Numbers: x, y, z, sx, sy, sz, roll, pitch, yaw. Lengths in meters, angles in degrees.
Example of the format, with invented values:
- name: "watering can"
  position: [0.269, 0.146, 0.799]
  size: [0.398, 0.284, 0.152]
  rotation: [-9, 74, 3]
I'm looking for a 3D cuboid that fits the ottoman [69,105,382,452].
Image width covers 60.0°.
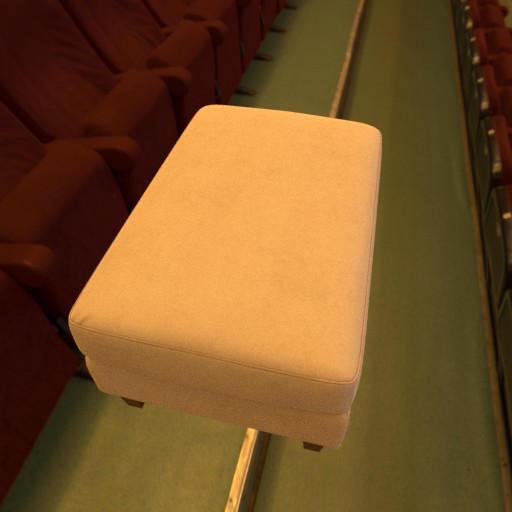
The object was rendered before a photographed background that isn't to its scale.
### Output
- name: "ottoman"
  position: [0.000, 0.000, 1.205]
  size: [0.584, 0.483, 0.864]
  rotation: [10, 49, 9]
